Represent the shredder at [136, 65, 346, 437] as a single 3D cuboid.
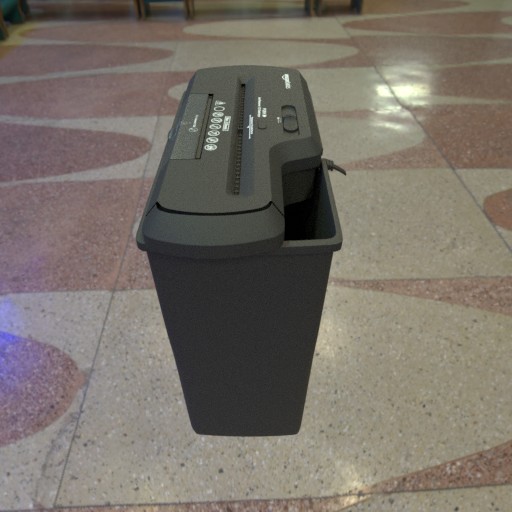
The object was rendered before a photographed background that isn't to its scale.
[{"bbox_3d":[0.000,0.000,0.508,0.170,0.335,0.320,0,41,0],"label":"shredder"}]
